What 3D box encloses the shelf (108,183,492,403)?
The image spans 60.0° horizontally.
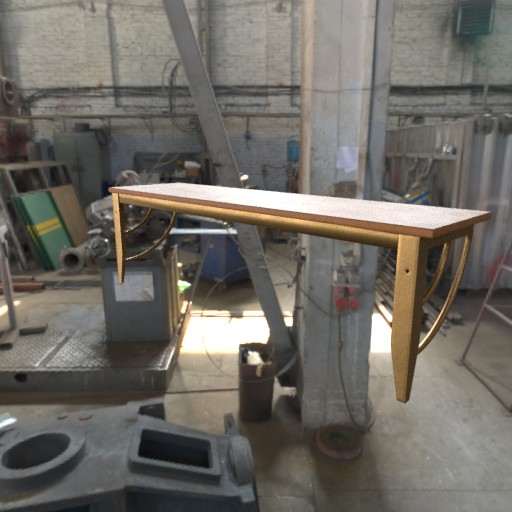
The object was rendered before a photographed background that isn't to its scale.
[{"bbox_3d":[0.000,0.000,0.716,0.636,0.190,0.166,13,19,43],"label":"shelf"}]
